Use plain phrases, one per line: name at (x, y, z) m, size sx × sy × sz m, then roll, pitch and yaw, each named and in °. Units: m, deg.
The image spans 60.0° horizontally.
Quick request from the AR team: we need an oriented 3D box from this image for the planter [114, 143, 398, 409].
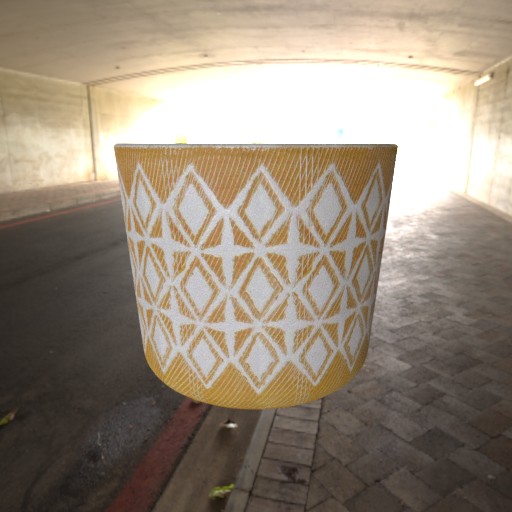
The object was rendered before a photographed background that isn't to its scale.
planter at (0.000, 0.000, 0.334) m, size 0.193 × 0.165 × 0.193 m, roll 0°, pitch 14°, yaw 0°
